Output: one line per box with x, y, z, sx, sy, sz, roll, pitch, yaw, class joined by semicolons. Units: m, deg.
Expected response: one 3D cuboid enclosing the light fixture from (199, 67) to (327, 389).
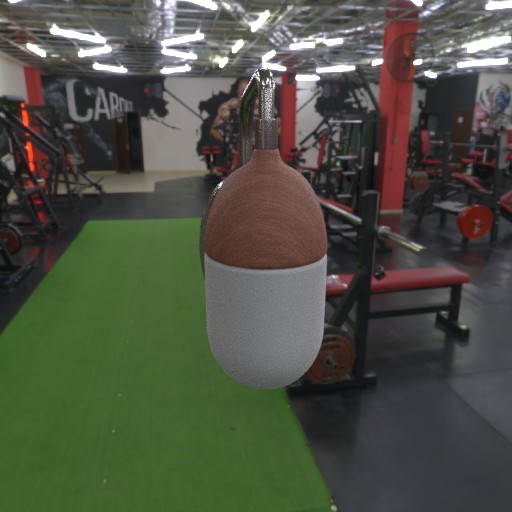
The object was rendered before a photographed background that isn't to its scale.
0.000;0.000;0.444;0.108;0.343;0.216;-3;17;-8;light fixture
